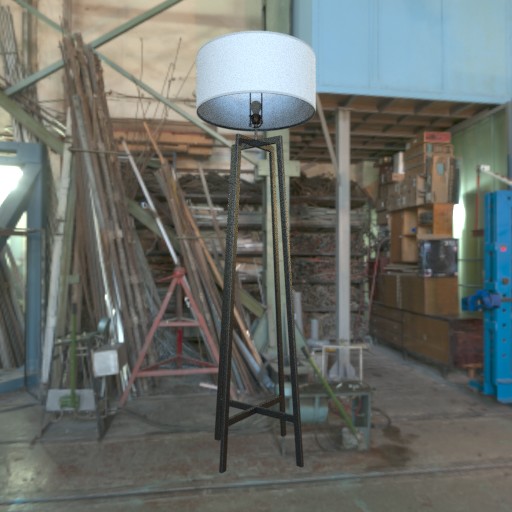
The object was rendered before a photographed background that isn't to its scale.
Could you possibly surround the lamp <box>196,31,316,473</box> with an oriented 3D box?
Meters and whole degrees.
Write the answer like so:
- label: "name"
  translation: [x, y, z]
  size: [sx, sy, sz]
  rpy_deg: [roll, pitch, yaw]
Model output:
- label: "lamp"
  translation: [0.000, 0.000, 1.712]
  size: [0.457, 1.510, 0.456]
  rpy_deg: [0, 0, 36]
